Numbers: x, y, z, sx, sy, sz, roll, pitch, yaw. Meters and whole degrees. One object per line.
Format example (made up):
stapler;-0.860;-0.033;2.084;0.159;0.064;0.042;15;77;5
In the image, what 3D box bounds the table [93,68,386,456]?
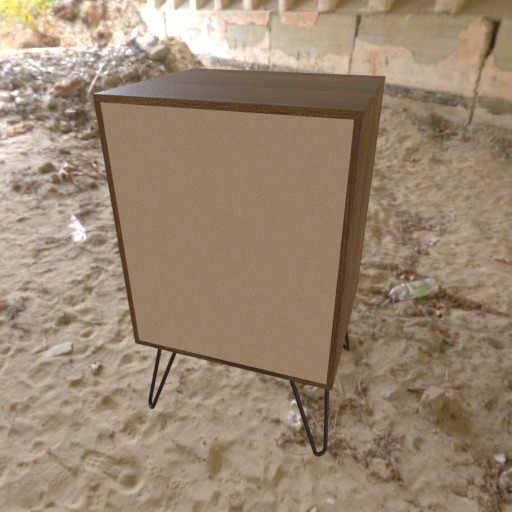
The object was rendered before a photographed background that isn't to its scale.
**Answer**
table;0.000;0.000;1.185;0.526;0.866;0.457;9;30;16
